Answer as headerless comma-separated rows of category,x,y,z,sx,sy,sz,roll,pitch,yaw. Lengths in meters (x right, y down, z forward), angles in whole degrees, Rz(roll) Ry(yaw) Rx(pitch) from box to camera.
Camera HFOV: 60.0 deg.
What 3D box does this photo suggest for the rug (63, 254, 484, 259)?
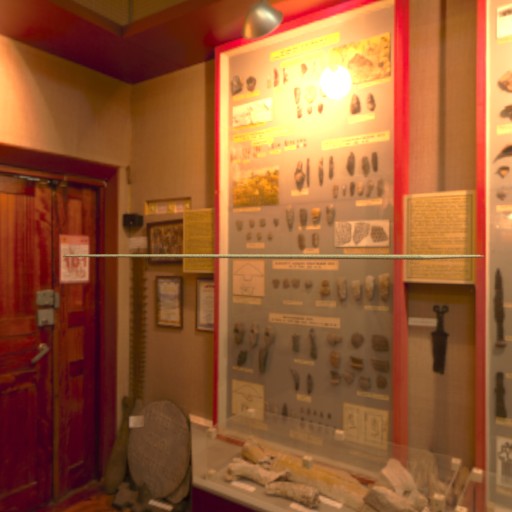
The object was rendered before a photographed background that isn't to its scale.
rug,0.000,0.000,1.420,1.219,0.007,0.604,0,0,36
